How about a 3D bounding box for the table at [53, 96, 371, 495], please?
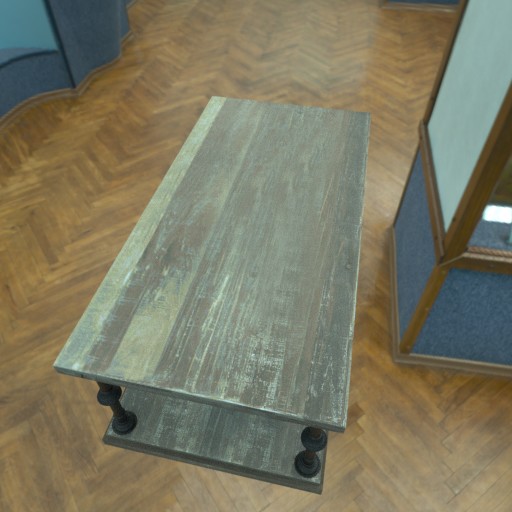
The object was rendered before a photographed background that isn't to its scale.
[{"bbox_3d":[0.000,0.000,1.311,0.554,0.399,1.088,9,47,8],"label":"table"}]
